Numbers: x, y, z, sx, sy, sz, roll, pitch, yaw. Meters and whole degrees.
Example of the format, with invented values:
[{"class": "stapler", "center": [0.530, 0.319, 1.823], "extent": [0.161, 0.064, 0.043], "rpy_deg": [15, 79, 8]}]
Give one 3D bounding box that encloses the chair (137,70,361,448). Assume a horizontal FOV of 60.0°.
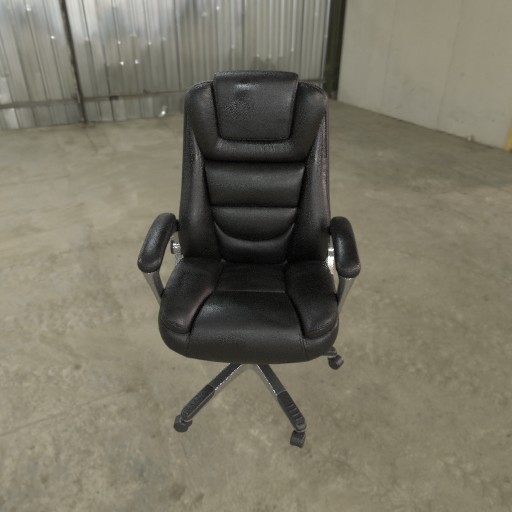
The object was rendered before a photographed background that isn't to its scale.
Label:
[{"class": "chair", "center": [0.000, 0.000, 1.478], "extent": [0.697, 1.075, 0.689], "rpy_deg": [1, 31, 2]}]
